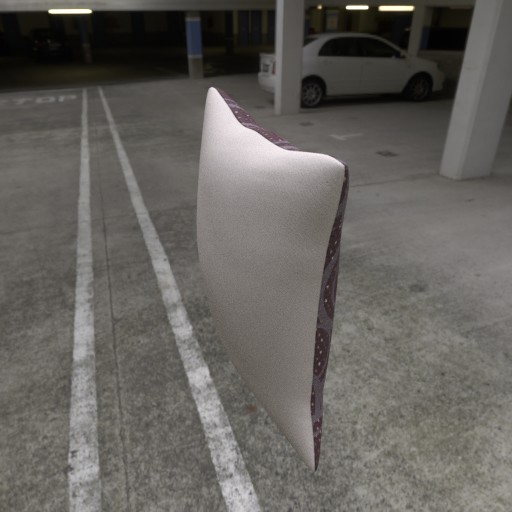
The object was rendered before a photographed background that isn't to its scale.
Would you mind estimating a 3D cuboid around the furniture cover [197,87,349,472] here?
[{"bbox_3d":[0.000,0.000,0.810,0.193,0.509,0.552,-10,31,-17],"label":"furniture cover"}]
